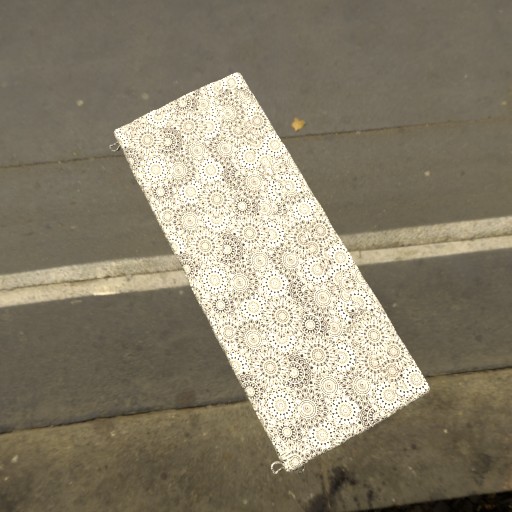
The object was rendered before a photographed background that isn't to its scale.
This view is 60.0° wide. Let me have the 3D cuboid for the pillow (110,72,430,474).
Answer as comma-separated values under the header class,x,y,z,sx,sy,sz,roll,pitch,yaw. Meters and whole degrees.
class,x,y,z,sx,sy,sz,roll,pitch,yaw
pillow,0.000,0.000,1.334,0.492,0.081,1.187,-28,78,-6
